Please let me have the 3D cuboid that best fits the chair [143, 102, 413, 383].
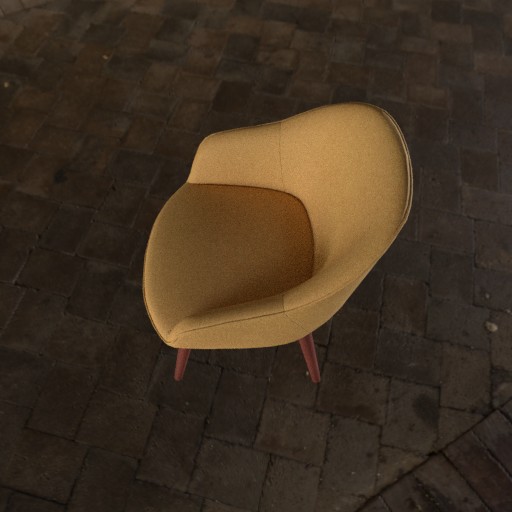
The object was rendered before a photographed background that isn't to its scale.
[{"bbox_3d":[0.000,0.000,1.260,0.635,0.823,0.596,1,59,0],"label":"chair"}]
